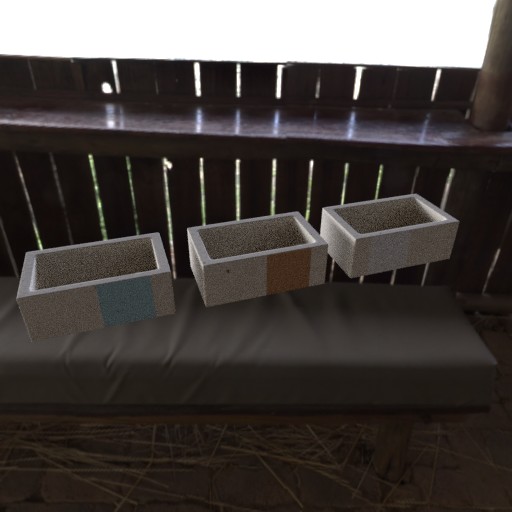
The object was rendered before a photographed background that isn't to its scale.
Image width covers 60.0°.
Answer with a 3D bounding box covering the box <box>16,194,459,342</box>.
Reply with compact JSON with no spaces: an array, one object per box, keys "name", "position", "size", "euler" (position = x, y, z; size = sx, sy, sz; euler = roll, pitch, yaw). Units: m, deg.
[{"name":"box","position":[0.000,0.000,0.488],"size":[0.461,0.051,0.082],"euler":[-10,33,-15]}]
